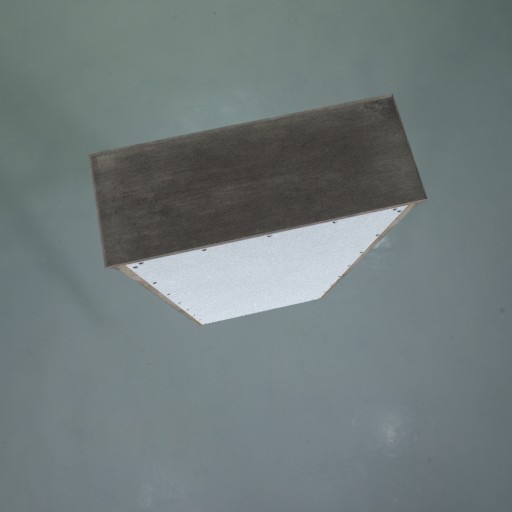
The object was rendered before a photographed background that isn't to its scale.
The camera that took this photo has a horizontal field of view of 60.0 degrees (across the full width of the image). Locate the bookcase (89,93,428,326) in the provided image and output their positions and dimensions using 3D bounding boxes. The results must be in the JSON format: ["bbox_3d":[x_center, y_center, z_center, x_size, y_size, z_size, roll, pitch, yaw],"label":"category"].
[{"bbox_3d":[0.000,0.000,2.149,0.906,1.880,0.348,-12,76,-3],"label":"bookcase"}]
